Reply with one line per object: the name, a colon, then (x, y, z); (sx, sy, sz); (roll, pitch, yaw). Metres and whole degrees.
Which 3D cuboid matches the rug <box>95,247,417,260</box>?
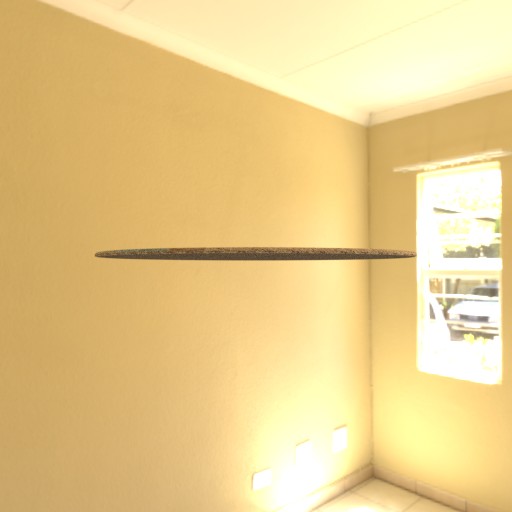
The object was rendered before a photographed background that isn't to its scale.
rug: (0.000, 0.000, 3.592); (2.461, 0.033, 2.461); (0, -2, 0)
